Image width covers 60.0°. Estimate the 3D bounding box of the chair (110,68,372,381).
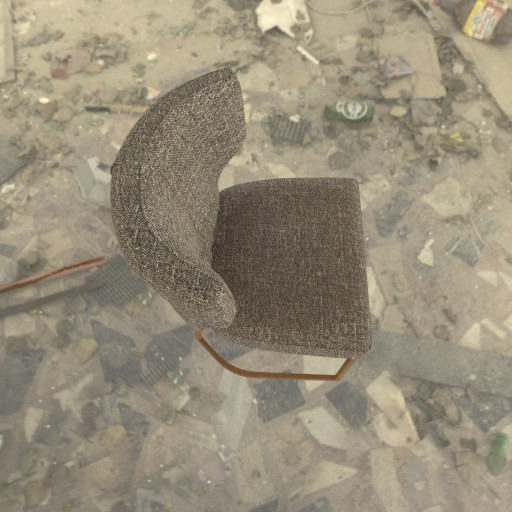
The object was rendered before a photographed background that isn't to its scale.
[{"bbox_3d":[0.000,0.000,1.268,0.617,0.824,0.611,2,63,1],"label":"chair"}]
